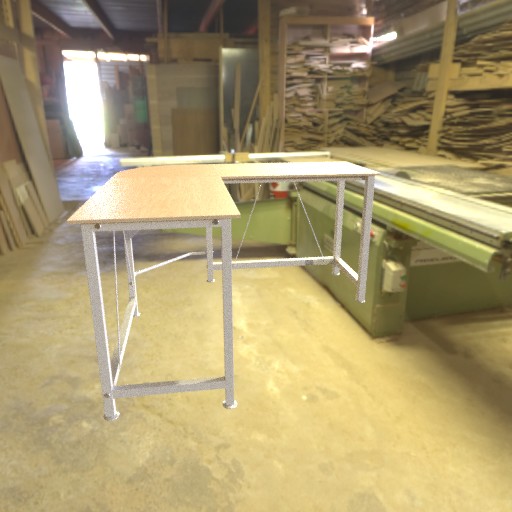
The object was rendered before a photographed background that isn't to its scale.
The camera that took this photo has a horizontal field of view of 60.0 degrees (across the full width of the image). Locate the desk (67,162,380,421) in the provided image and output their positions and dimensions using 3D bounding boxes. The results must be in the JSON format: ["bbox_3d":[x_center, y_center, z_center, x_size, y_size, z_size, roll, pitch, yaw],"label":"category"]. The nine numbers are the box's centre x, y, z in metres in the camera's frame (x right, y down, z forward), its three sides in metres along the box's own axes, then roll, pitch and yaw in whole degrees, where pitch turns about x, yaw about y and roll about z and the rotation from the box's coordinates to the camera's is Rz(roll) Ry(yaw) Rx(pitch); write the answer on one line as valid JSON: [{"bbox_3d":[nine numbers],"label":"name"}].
[{"bbox_3d":[0.000,0.000,2.247,1.400,0.762,1.400,-3,19,-8],"label":"desk"}]
